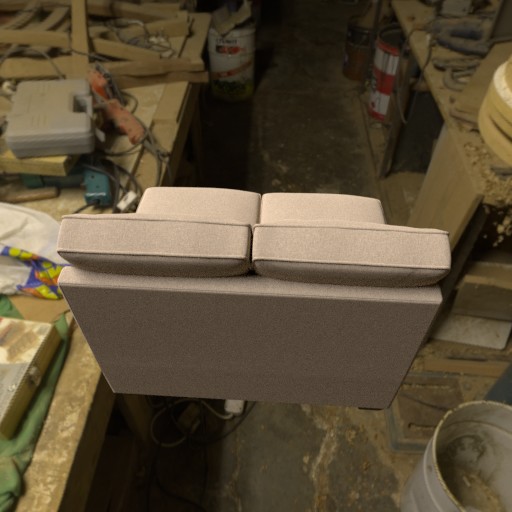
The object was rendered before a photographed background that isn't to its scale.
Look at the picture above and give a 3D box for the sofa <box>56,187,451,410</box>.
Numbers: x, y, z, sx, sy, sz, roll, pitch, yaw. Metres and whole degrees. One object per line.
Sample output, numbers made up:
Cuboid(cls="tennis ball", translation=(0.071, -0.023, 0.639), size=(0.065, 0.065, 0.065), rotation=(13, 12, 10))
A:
Cuboid(cls="sofa", translation=(0.000, 0.000, 1.946), size=(1.237, 1.008, 0.951), rotation=(3, 46, 2))
